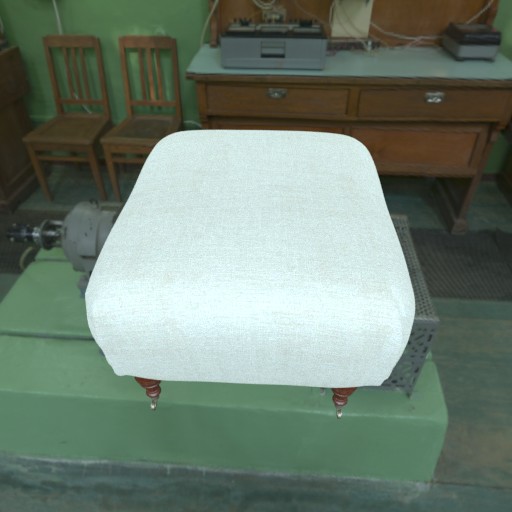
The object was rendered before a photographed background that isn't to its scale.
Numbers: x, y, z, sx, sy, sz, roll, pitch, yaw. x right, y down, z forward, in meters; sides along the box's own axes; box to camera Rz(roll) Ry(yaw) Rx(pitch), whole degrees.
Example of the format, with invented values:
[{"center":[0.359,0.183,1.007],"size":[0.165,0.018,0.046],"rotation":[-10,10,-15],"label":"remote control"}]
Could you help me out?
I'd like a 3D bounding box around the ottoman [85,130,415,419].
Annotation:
[{"center":[0.000,0.000,1.134],"size":[0.622,0.450,0.747],"rotation":[2,40,2],"label":"ottoman"}]
